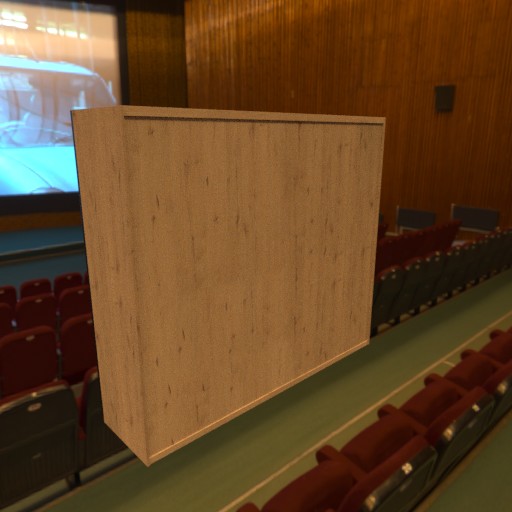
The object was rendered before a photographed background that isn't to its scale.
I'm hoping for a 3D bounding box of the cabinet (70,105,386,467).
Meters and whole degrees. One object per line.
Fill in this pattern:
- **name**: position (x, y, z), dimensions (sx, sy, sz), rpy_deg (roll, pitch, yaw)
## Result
- **cabinet**: position (0.000, 0.000, 3.583), dimensions (2.500, 2.180, 0.660), rpy_deg (-14, 21, -41)
